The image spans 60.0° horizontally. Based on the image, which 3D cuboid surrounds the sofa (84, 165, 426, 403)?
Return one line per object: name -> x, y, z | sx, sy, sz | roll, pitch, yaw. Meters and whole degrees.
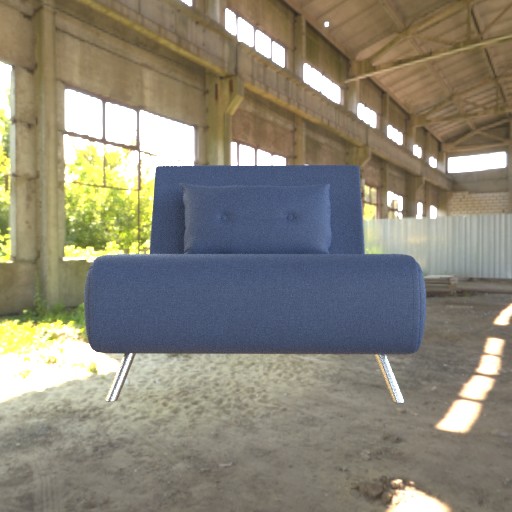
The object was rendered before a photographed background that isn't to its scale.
sofa -> 0.000, 0.000, 1.740 | 0.999, 0.860, 0.996 | 0, 1, 1
